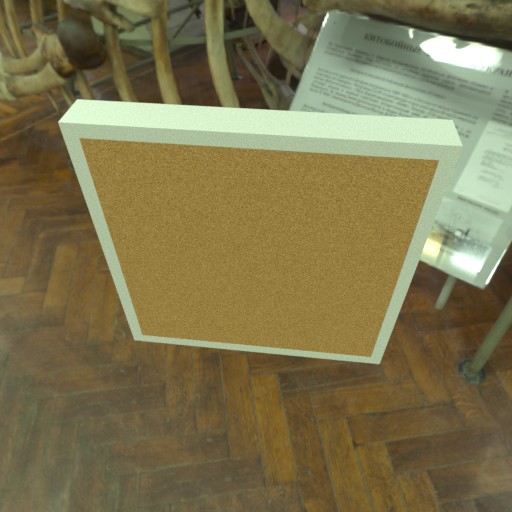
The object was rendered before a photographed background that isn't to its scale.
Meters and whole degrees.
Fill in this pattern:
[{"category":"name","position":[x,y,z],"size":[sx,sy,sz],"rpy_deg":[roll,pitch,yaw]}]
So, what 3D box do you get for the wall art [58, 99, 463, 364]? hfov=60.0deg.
[{"category":"wall art","position":[0.000,0.000,0.453],"size":[0.305,0.302,0.038],"rpy_deg":[5,46,4]}]
